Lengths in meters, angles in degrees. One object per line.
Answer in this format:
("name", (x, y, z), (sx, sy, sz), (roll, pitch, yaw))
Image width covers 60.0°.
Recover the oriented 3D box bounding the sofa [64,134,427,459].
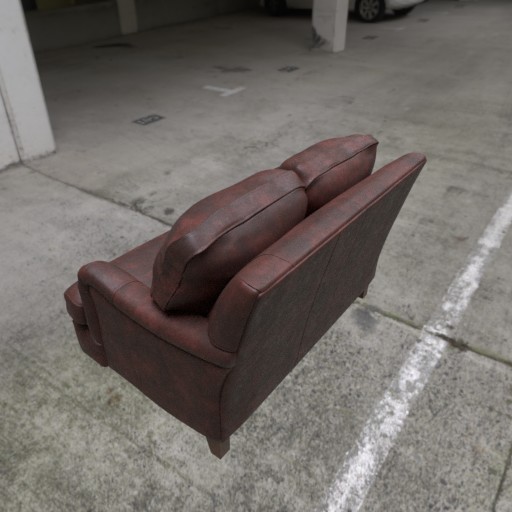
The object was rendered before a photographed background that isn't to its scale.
("sofa", (0.000, 0.000, 2.333), (1.148, 1.070, 1.628), (21, 38, 30))
